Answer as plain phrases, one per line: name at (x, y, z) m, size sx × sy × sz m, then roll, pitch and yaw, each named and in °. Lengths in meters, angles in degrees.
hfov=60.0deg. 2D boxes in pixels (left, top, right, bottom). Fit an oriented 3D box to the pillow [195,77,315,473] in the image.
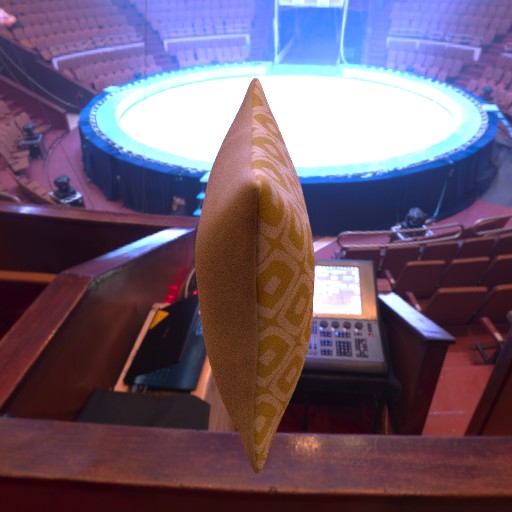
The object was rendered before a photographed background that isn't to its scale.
pillow at (0.000, 0.000, 0.774) m, size 0.188 × 0.494 × 0.504 m, roll 0°, pitch 33°, yaw 0°
